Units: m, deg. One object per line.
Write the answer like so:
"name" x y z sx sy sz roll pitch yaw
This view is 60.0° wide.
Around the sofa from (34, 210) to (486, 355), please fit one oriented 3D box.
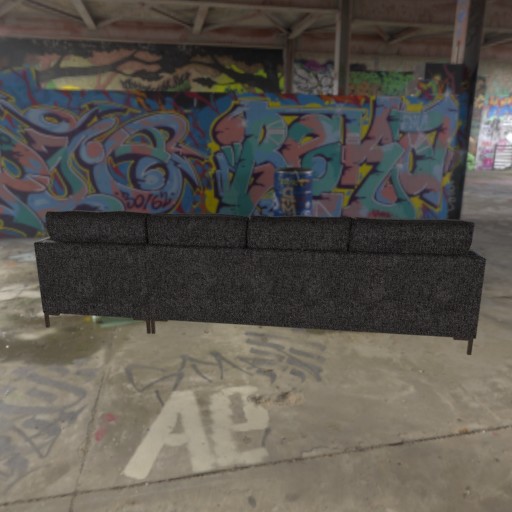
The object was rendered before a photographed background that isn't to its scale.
"sofa" 0.000 0.000 4.010 3.384 0.970 1.488 2 15 8
